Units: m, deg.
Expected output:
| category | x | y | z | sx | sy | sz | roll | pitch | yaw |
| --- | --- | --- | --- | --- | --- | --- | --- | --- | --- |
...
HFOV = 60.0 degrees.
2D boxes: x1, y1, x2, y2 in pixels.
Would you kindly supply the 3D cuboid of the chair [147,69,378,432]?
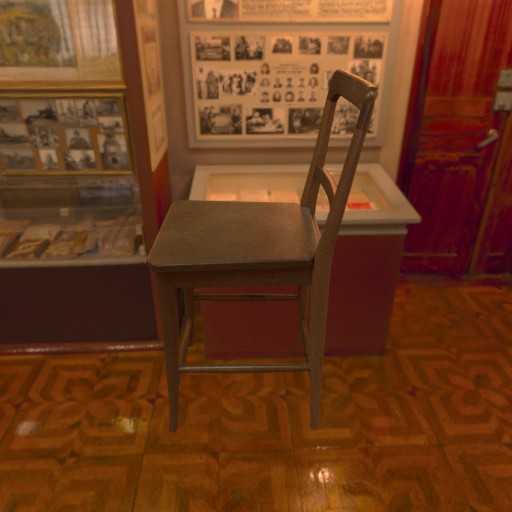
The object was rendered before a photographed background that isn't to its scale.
| category | x | y | z | sx | sy | sz | roll | pitch | yaw |
| --- | --- | --- | --- | --- | --- | --- | --- | --- | --- |
| chair | 0.000 | 0.000 | 1.312 | 0.546 | 0.991 | 0.450 | 0 | 28 | 0 |
